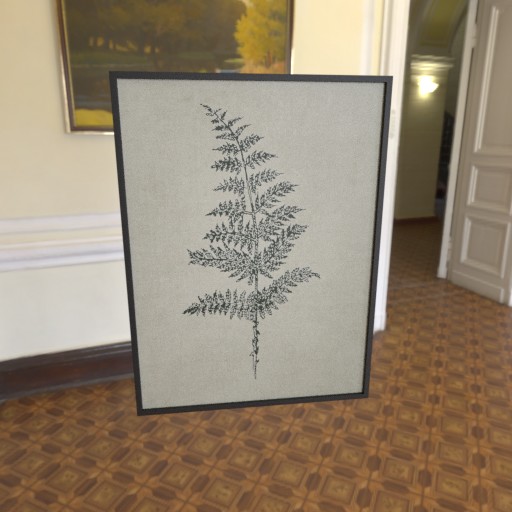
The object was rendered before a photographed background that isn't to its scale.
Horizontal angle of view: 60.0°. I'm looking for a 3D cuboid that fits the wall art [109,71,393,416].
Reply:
[{"bbox_3d":[0.000,0.000,1.401,0.802,1.070,0.036,-2,16,-7],"label":"wall art"}]
